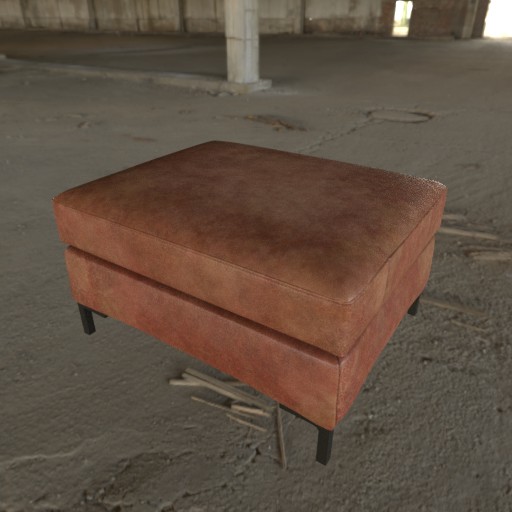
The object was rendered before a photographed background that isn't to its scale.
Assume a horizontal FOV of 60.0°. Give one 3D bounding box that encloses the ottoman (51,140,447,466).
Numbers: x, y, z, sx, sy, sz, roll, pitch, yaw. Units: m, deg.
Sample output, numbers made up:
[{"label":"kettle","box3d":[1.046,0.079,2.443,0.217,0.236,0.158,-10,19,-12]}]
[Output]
[{"label":"ottoman","box3d":[0.000,0.000,1.787,1.186,0.667,0.965,18,34,29]}]
